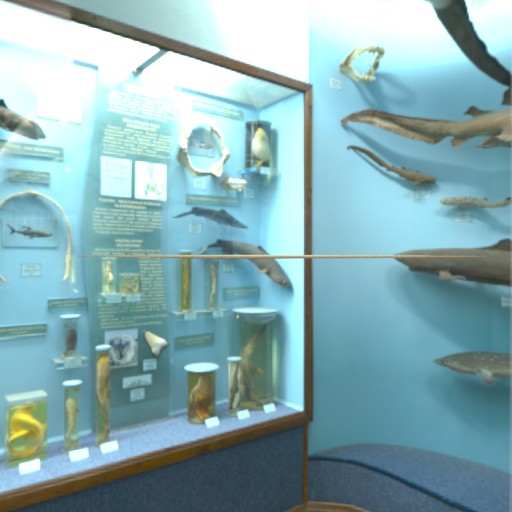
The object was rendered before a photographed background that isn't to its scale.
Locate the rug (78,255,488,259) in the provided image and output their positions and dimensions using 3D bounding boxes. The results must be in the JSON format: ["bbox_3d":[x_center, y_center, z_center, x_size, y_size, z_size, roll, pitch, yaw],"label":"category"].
[{"bbox_3d":[0.000,0.000,4.119,2.438,0.014,3.048,0,0,-35],"label":"rug"}]
